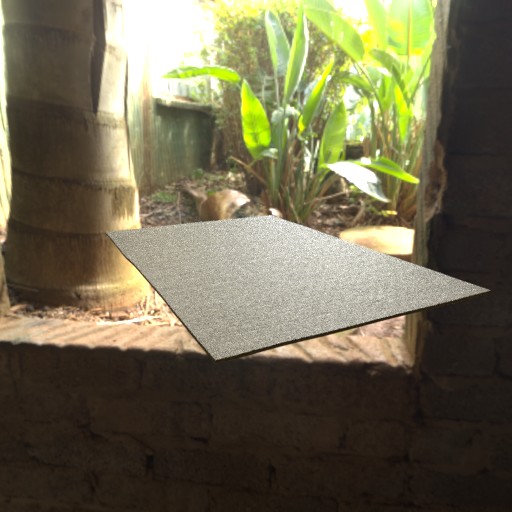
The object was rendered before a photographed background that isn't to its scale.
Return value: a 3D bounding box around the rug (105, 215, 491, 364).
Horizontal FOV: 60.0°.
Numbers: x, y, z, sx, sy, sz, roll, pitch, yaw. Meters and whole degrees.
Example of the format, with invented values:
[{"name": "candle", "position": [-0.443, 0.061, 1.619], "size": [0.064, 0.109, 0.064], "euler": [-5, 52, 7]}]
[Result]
[{"name": "rug", "position": [0.000, 0.000, 2.910], "size": [1.532, 0.018, 2.297], "euler": [-8, 18, -26]}]
